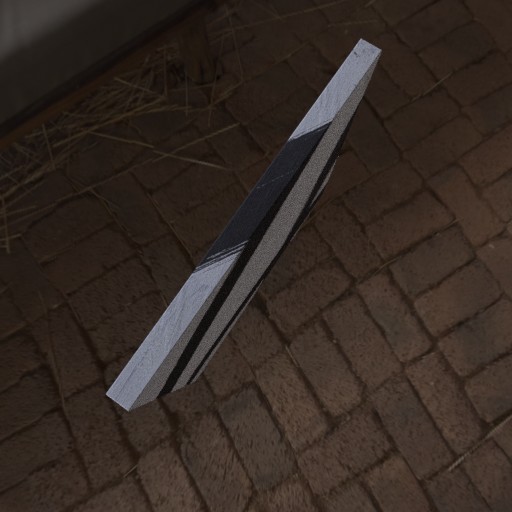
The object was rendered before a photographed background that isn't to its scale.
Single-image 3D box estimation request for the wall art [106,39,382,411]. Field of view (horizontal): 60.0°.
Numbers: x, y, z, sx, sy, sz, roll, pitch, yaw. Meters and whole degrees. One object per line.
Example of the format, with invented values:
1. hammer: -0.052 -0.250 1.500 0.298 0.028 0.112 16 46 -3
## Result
1. wall art: 0.000 0.000 1.125 0.046 0.765 0.765 33 80 7
